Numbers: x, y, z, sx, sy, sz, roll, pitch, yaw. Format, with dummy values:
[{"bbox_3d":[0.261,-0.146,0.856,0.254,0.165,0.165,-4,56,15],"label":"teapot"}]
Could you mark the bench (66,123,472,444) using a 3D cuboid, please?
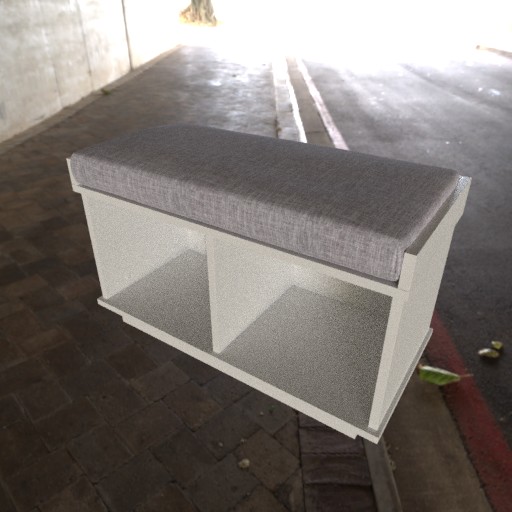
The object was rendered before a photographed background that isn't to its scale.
[{"bbox_3d":[0.000,0.000,0.980,0.734,0.461,0.362,19,35,29],"label":"bench"}]
